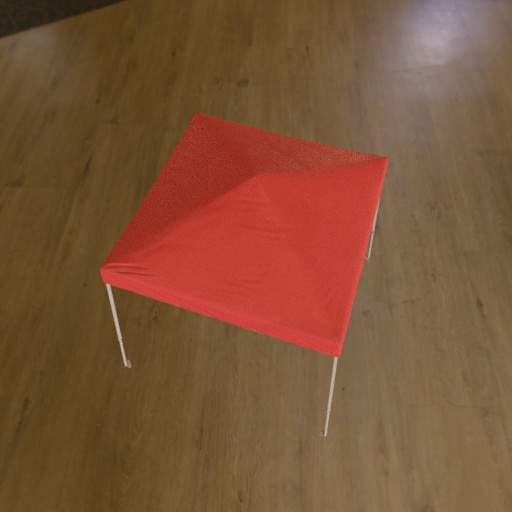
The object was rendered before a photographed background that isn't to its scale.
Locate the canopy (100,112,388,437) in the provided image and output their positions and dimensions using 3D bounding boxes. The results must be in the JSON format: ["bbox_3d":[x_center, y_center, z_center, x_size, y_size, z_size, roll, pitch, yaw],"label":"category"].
[{"bbox_3d":[0.000,0.000,6.776,3.600,3.600,3.599,16,59,10],"label":"canopy"}]
